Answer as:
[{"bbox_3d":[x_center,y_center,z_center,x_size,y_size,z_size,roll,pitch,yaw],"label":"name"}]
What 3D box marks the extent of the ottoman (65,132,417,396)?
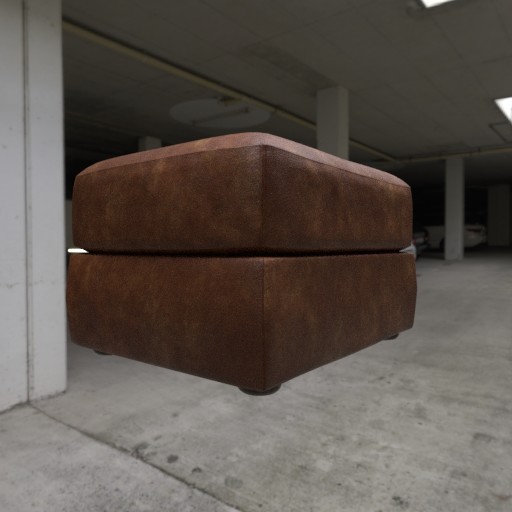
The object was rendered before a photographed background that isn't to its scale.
[{"bbox_3d":[0.000,0.000,1.154,0.603,0.476,0.751,1,2,38],"label":"ottoman"}]
